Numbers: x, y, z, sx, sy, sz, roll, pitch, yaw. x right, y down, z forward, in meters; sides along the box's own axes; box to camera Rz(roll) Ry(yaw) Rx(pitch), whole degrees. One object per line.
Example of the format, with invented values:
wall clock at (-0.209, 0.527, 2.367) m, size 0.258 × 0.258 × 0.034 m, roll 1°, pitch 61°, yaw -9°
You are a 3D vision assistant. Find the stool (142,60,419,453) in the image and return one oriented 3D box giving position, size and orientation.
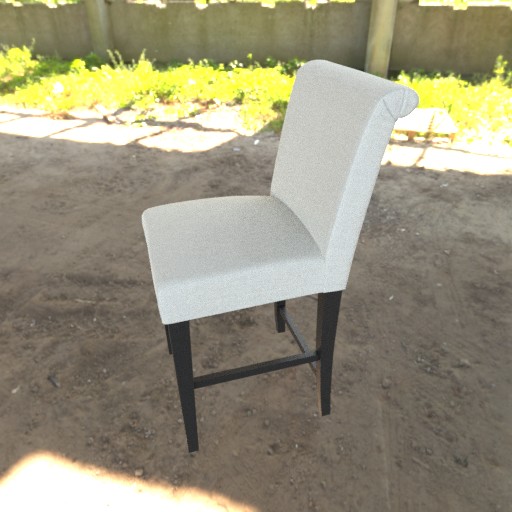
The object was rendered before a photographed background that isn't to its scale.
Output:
stool at (0.000, 0.000, 1.278) m, size 0.597 × 0.976 × 0.452 m, roll -9°, pitch 32°, yaw -15°
